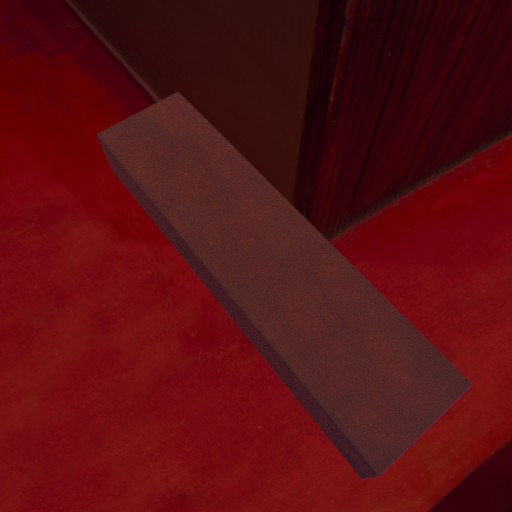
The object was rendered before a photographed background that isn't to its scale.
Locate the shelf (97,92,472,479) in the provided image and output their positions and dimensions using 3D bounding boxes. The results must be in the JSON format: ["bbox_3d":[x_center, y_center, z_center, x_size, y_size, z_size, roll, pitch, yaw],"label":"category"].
[{"bbox_3d":[0.000,0.000,0.636,0.152,0.088,0.607,-35,67,-17],"label":"shelf"}]
